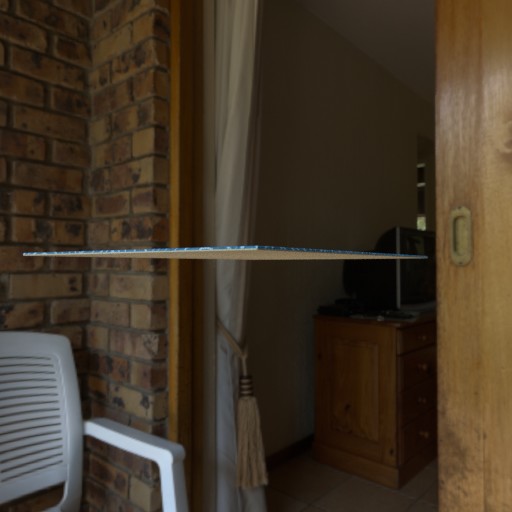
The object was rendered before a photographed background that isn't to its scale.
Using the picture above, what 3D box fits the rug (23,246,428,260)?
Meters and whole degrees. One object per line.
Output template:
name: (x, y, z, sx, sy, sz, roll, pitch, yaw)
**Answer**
rug: (0.000, 0.000, 2.802, 1.543, 0.015, 2.144, -1, -1, 36)
